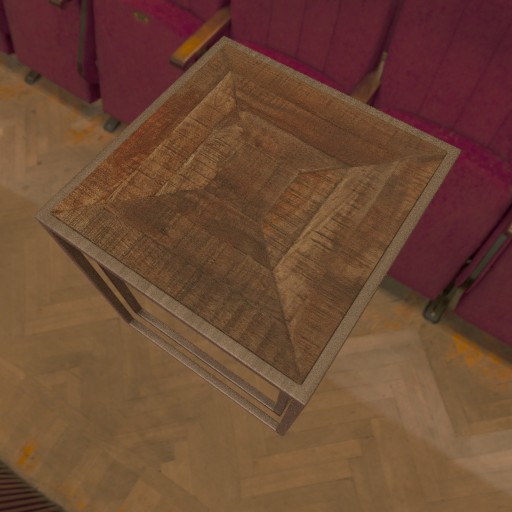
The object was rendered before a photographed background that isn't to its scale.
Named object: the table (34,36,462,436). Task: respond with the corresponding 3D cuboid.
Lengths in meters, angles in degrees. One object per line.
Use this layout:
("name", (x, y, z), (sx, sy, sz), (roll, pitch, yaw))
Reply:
("table", (0.000, 0.000, 0.867), (0.449, 0.500, 0.450), (32, 68, 14))
